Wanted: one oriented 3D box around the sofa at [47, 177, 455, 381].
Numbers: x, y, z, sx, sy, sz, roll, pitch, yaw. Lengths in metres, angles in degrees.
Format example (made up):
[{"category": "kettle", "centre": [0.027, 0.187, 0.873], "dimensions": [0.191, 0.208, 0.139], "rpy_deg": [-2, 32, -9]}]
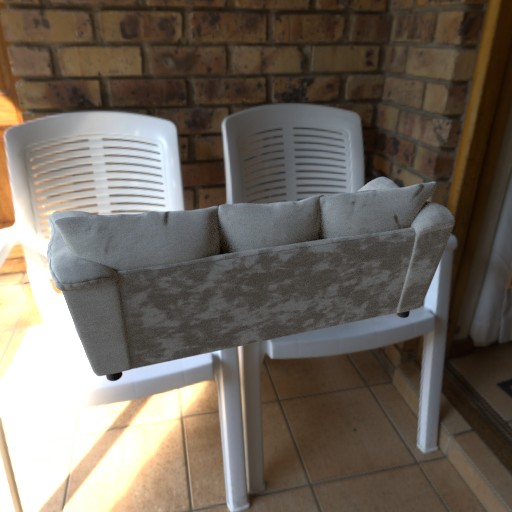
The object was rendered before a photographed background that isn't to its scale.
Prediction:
[{"category": "sofa", "centre": [0.000, 0.000, 2.811], "dimensions": [2.377, 0.981, 0.893], "rpy_deg": [-9, 28, -17]}]
